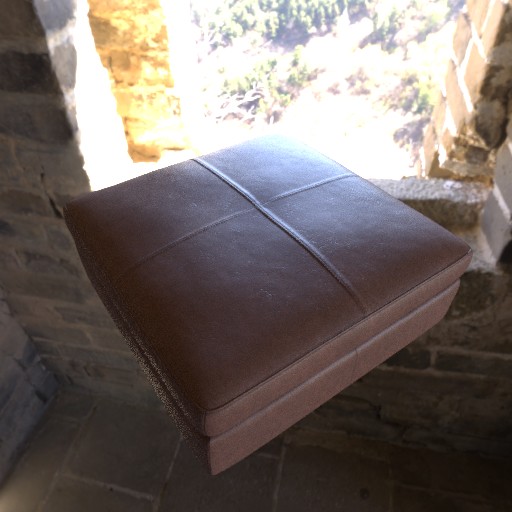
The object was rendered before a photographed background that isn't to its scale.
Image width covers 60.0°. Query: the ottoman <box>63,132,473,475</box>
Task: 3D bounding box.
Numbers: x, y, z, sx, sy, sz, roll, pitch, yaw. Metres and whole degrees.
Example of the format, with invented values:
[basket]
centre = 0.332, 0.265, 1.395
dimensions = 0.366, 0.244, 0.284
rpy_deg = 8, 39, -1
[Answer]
[ottoman]
centre = 0.000, 0.000, 1.784
dimensions = 1.168, 0.490, 1.168
rpy_deg = -25, 48, -25
